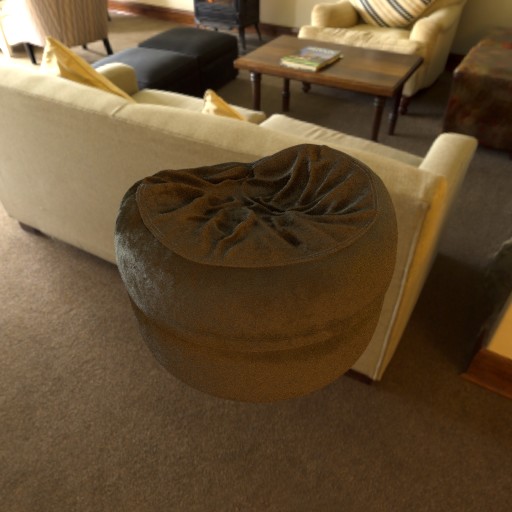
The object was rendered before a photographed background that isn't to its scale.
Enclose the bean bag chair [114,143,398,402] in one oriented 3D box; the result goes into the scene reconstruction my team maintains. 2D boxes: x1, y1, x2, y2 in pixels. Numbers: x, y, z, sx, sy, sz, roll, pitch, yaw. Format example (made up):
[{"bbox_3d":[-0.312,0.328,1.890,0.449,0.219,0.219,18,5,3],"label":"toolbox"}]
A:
[{"bbox_3d":[0.000,0.000,1.560,0.918,0.605,0.918,0,41,0],"label":"bean bag chair"}]
